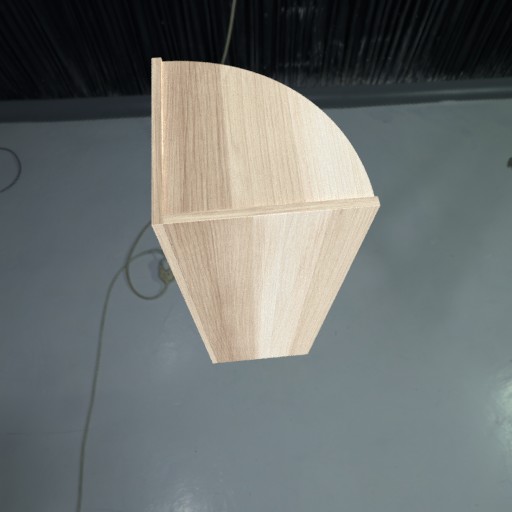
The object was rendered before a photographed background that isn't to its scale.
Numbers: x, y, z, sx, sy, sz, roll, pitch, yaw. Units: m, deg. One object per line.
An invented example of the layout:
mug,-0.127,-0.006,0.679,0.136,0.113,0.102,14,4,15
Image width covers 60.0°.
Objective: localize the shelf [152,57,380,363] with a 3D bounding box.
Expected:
shelf,0.000,0.000,1.015,0.290,0.872,0.290,-5,65,-2
